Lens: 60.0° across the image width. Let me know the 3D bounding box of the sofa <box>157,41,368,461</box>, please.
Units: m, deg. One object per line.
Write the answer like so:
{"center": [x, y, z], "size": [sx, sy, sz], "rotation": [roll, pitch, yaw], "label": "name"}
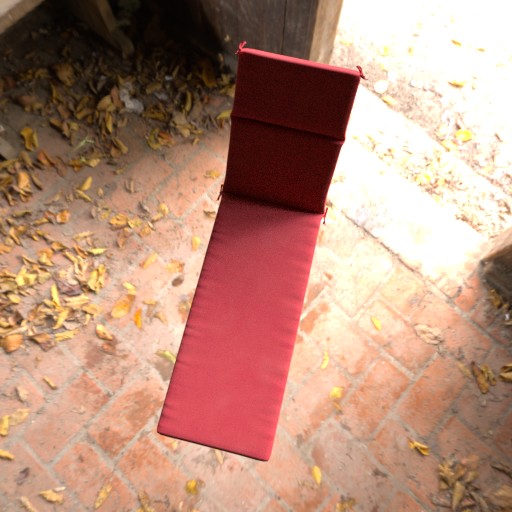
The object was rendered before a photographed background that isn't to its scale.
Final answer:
{"center": [0.000, 0.000, 1.916], "size": [0.582, 0.622, 1.663], "rotation": [13, 75, 4], "label": "sofa"}
